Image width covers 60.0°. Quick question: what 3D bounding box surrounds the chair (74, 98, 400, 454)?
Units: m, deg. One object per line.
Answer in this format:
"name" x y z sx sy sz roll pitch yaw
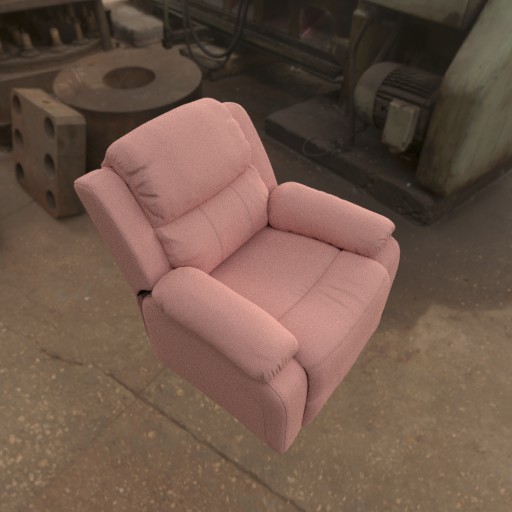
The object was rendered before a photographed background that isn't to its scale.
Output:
"chair" 0.000 0.000 1.287 0.709 0.702 0.680 27 49 26
